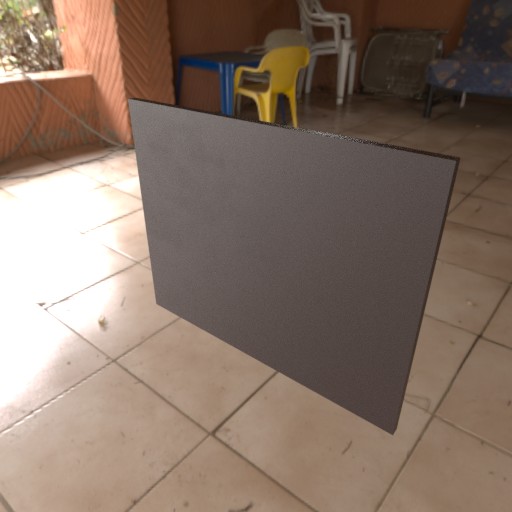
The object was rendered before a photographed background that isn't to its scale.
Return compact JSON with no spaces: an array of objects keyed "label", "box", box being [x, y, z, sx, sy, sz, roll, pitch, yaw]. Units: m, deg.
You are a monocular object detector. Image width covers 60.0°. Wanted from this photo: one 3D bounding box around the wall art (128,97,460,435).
[{"label":"wall art","box":[0.000,0.000,1.597,1.207,0.952,0.034,22,36,33]}]
